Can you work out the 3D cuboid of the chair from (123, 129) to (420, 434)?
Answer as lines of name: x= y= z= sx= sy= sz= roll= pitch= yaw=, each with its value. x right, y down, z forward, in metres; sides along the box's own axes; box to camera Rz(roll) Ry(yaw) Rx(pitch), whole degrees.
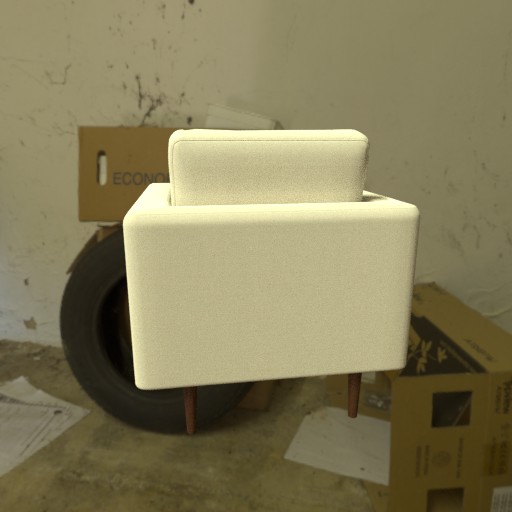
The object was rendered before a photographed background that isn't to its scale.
chair: x=0.000 y=0.000 z=1.656 sx=0.831 sy=0.899 sz=0.879 roll=-2 pitch=15 yaw=-9
